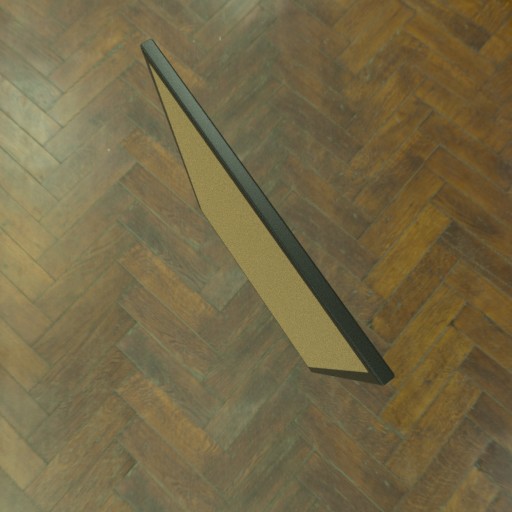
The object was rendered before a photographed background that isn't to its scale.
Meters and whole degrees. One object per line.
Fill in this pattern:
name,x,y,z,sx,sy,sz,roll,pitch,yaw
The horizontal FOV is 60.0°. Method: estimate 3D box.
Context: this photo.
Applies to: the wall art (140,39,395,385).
wall art,0.000,0.000,0.776,0.018,0.582,0.481,-33,79,-7
